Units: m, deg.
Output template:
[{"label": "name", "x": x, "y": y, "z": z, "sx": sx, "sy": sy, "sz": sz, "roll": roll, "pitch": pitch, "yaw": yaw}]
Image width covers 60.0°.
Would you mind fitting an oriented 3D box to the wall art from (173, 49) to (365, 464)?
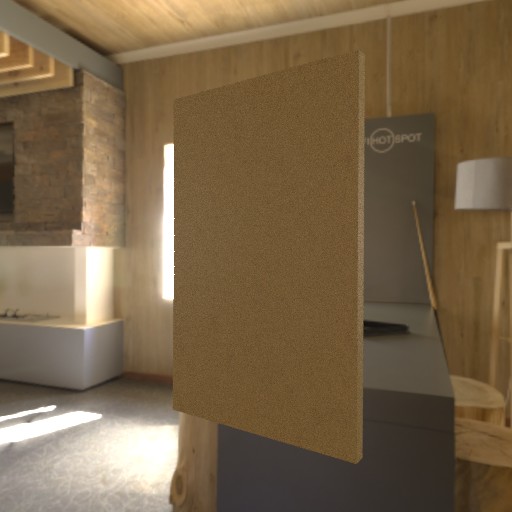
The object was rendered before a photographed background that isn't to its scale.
[{"label": "wall art", "x": 0.000, "y": 0.000, "z": 1.024, "sx": 0.510, "sy": 0.810, "sz": 0.039, "roll": 1, "pitch": 1, "yaw": 35}]
